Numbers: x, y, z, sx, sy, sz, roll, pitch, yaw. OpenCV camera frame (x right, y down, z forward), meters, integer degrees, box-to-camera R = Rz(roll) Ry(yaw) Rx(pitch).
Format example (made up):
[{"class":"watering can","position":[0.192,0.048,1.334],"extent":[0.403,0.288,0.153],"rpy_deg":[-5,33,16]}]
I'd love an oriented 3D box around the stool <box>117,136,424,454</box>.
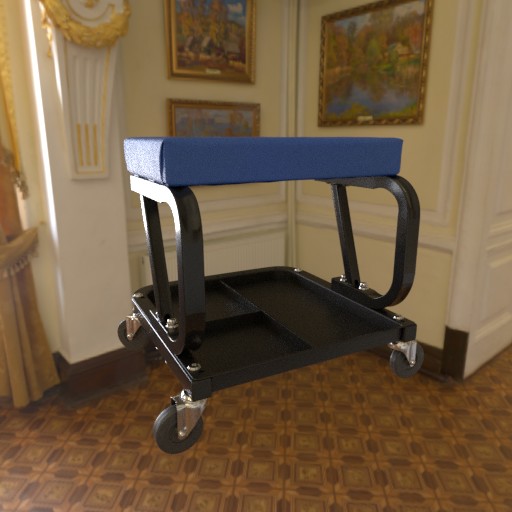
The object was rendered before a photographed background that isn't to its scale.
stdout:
[{"class":"stool","position":[0.000,0.000,0.732],"extent":[0.446,0.380,0.371],"rpy_deg":[-8,17,-27]}]
